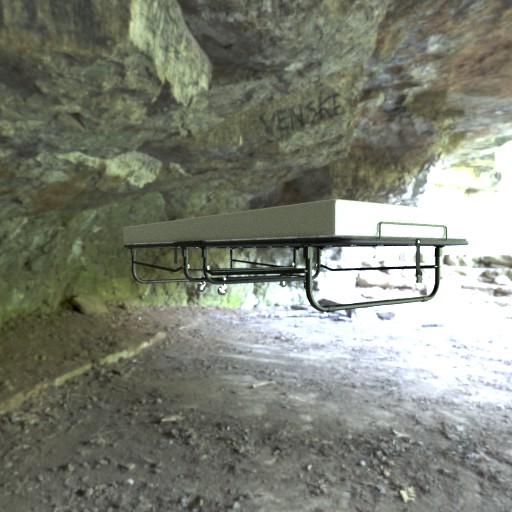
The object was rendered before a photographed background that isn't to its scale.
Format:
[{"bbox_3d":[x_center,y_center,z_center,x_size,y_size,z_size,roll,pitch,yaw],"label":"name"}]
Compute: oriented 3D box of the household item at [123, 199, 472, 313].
[{"bbox_3d":[0.000,0.000,2.254,0.787,0.356,1.905,0,1,-35],"label":"household item"}]
